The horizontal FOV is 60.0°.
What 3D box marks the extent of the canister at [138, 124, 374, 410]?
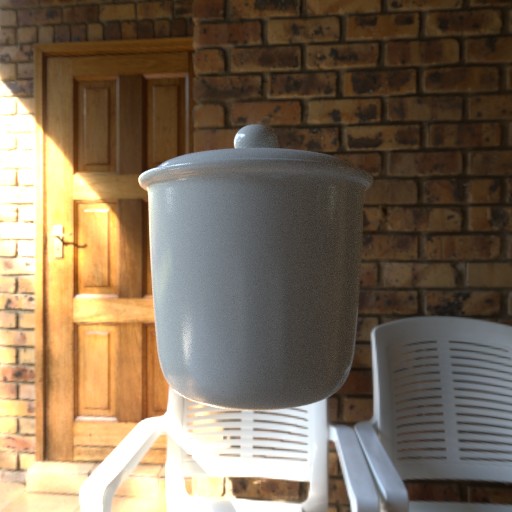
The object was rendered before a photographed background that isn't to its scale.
[{"bbox_3d":[0.000,0.000,0.355,0.182,0.208,0.182,0,0,0],"label":"canister"}]
